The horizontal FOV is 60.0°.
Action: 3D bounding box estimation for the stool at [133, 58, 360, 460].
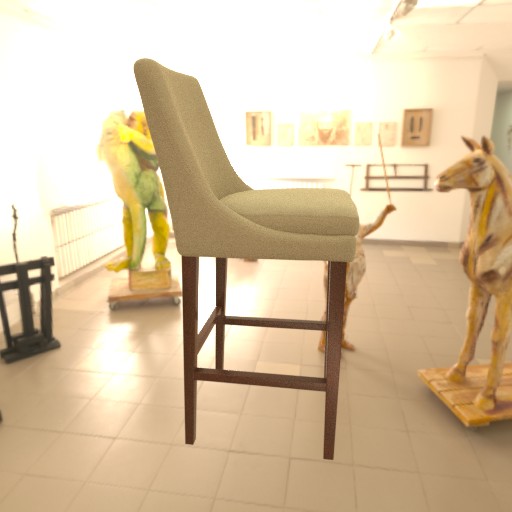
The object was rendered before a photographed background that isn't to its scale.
[{"bbox_3d":[0.000,0.000,1.359,0.577,1.078,0.470,2,16,8],"label":"stool"}]
